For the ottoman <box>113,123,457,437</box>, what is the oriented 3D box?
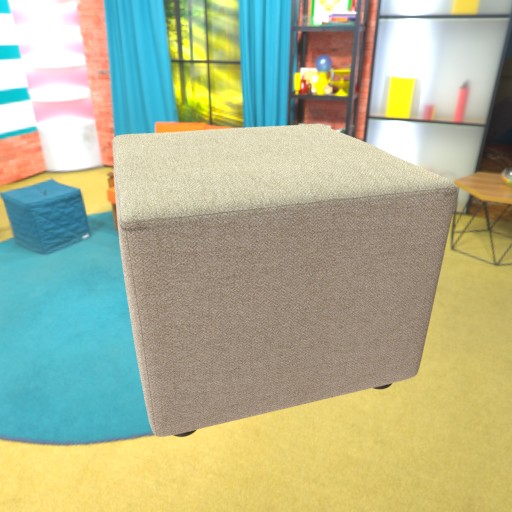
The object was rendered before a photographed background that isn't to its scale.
[{"bbox_3d":[0.000,0.000,0.892,0.508,0.432,0.508,-8,28,-15],"label":"ottoman"}]
